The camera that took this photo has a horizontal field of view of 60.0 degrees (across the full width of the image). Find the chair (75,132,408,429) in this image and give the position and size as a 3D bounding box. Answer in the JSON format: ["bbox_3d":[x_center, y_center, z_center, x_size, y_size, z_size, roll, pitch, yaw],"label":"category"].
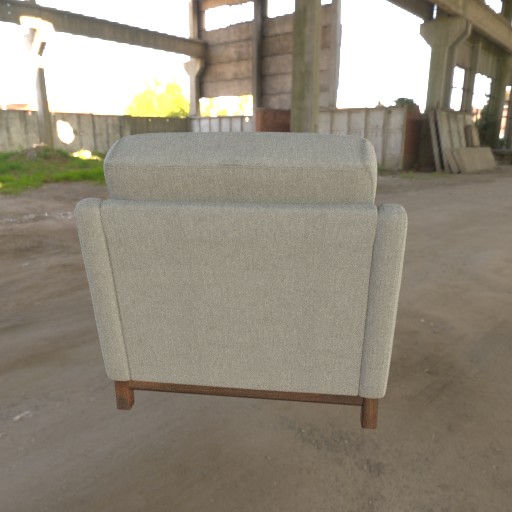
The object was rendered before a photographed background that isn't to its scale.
[{"bbox_3d":[0.000,0.000,1.525,0.826,0.821,0.892,2,16,7],"label":"chair"}]
